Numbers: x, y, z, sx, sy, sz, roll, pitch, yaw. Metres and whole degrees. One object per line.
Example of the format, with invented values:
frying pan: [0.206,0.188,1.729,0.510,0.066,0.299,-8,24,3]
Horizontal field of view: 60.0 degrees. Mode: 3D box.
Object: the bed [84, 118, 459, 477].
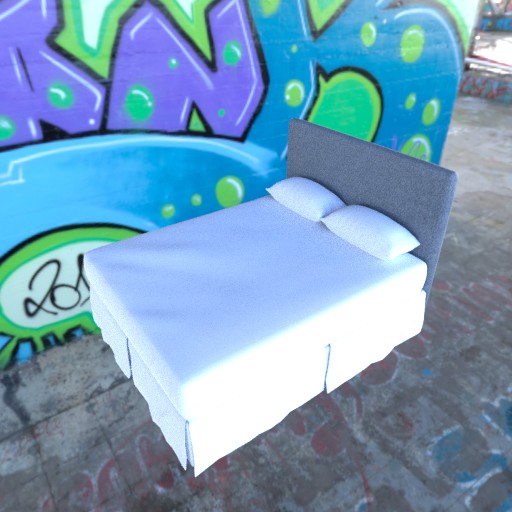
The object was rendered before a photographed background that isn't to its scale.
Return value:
bed: [0.000,0.000,3.217,2.142,1.330,1.723,-21,38,-30]
